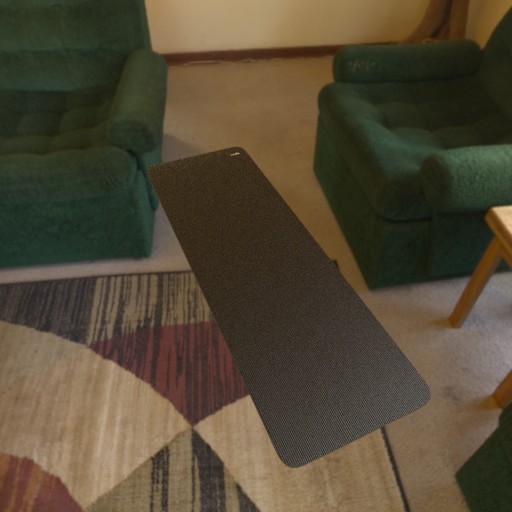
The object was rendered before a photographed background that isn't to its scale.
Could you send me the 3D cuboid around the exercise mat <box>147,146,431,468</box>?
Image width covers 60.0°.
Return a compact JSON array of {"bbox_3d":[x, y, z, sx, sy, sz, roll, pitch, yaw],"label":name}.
[{"bbox_3d":[0.000,0.000,2.112,0.616,0.021,1.869,-18,48,-16],"label":"exercise mat"}]
